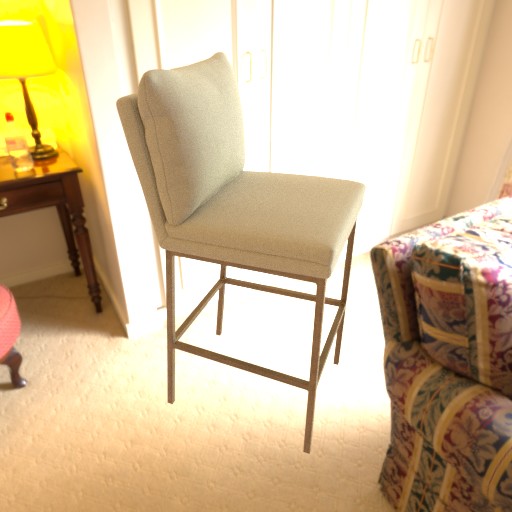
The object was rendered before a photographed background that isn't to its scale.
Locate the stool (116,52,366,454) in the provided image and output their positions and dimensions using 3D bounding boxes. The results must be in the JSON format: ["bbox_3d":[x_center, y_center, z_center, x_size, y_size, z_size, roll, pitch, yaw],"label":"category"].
[{"bbox_3d":[0.000,0.000,1.397,0.572,1.125,0.463,11,32,18],"label":"stool"}]
